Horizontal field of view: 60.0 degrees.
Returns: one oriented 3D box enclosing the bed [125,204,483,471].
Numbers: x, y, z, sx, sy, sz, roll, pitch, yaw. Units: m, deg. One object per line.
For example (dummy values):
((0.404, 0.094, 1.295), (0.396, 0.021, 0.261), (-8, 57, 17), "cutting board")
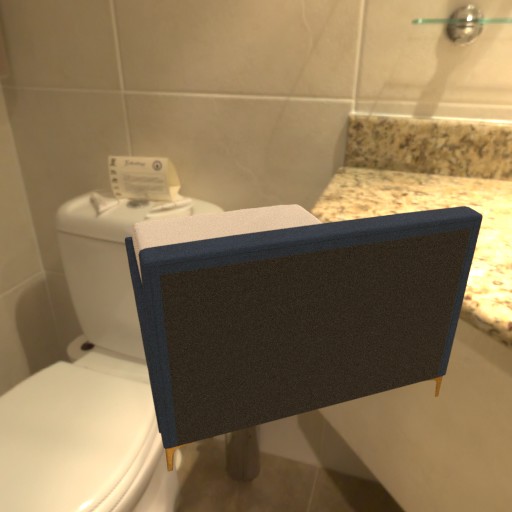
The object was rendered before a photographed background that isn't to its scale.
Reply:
((0.000, 0.000, 3.167), (1.723, 1.231, 2.172), (-8, 27, -17), "bed")
